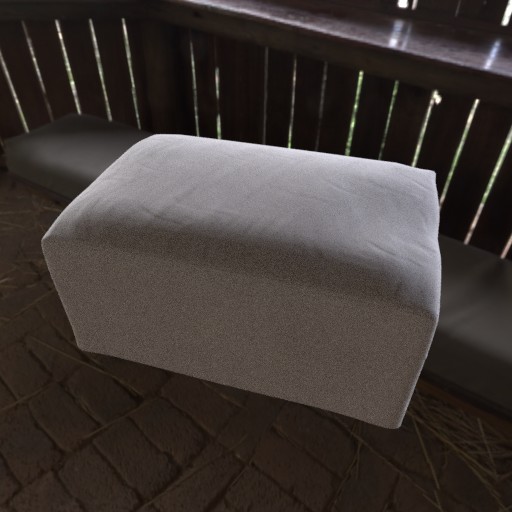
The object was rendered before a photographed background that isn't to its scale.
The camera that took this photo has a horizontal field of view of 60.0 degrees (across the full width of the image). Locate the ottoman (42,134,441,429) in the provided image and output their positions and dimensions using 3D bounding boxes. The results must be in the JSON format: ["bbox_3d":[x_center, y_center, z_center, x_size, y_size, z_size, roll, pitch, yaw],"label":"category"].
[{"bbox_3d":[0.000,0.000,1.186,0.872,0.444,0.590,11,42,12],"label":"ottoman"}]
